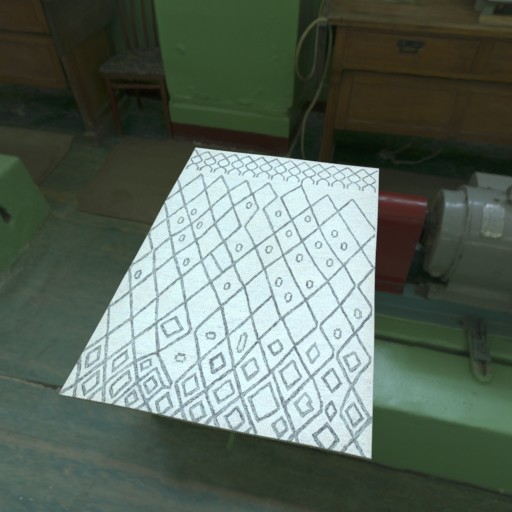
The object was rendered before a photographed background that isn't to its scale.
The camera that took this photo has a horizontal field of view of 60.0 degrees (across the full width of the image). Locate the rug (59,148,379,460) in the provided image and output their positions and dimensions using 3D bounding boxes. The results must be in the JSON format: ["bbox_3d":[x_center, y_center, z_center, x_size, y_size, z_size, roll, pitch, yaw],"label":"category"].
[{"bbox_3d":[0.000,0.000,2.292,1.222,0.015,1.828,9,46,8],"label":"rug"}]
